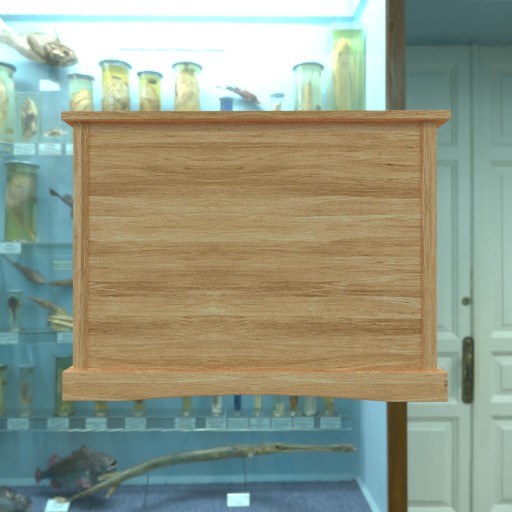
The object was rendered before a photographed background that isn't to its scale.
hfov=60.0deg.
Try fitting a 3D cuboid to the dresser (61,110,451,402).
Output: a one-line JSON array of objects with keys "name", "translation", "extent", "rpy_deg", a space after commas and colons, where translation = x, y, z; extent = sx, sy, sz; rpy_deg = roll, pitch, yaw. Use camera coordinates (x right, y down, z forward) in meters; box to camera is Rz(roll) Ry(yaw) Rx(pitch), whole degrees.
[{"name": "dresser", "translation": [0.000, 0.000, 1.325], "extent": [0.990, 0.740, 0.410], "rpy_deg": [0, -1, 1]}]
